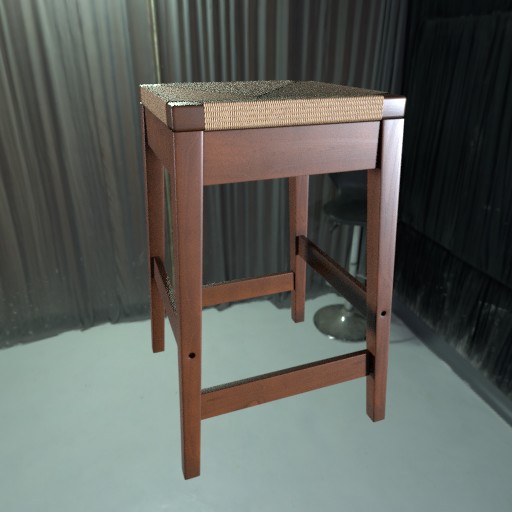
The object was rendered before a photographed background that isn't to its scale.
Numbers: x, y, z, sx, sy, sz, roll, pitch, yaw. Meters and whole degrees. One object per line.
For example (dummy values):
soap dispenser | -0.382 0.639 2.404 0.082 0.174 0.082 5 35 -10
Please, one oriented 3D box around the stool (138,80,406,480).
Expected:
stool | 0.000 0.000 1.076 0.507 0.762 0.497 -9 27 -18
